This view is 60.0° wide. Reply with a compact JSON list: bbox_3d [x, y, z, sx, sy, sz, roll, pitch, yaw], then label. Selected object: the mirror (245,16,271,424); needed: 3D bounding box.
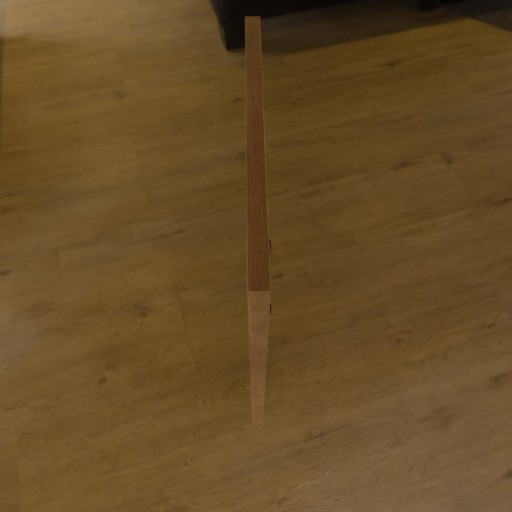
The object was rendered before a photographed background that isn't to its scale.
[{"bbox_3d":[0.000,0.000,1.325,0.041,1.016,0.762,-1,58,-1],"label":"mirror"}]
